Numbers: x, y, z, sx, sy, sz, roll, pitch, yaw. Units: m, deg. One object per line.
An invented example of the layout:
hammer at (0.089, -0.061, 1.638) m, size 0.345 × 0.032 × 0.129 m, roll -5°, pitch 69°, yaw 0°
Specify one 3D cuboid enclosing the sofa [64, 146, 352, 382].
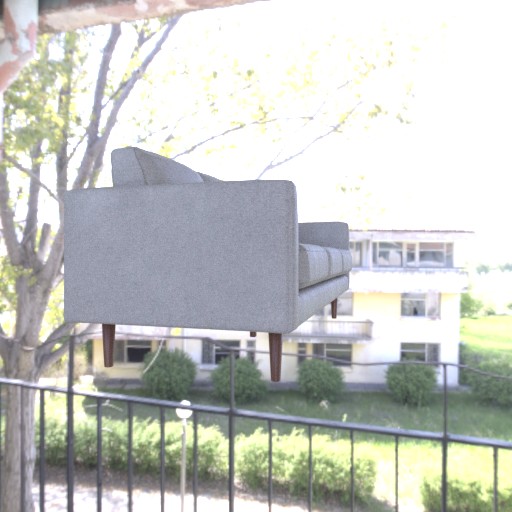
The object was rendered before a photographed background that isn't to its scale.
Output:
sofa at (0.000, 0.000, 2.512) m, size 0.944 × 0.918 × 1.983 m, roll 0°, pitch 0°, yaw 17°
